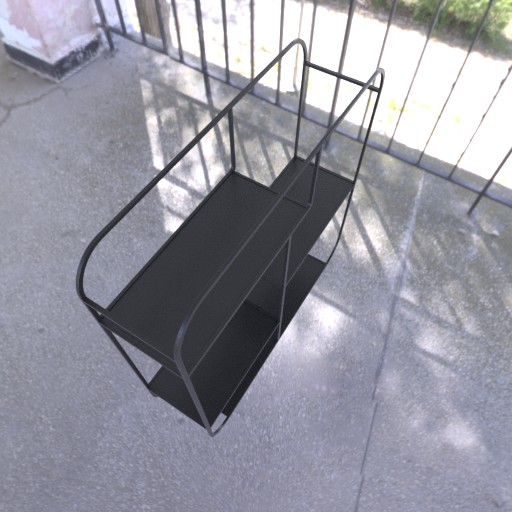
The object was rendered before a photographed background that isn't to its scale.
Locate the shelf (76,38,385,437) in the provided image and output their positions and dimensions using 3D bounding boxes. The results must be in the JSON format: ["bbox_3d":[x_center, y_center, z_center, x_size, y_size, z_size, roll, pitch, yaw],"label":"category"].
[{"bbox_3d":[0.000,0.000,0.881,0.160,0.600,0.600,28,62,17],"label":"shelf"}]
